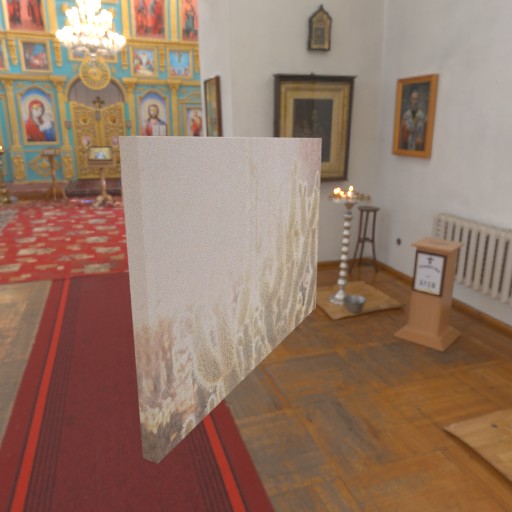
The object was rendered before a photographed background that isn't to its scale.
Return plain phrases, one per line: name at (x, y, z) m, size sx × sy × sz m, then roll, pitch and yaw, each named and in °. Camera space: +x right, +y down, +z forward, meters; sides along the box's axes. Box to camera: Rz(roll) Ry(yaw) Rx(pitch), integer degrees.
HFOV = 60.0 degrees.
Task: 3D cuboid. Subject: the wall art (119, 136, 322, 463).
wall art at (0.000, 0.000, 1.178) m, size 0.040 × 0.608 × 0.916 m, roll 7°, pitch 16°, yaw 26°
